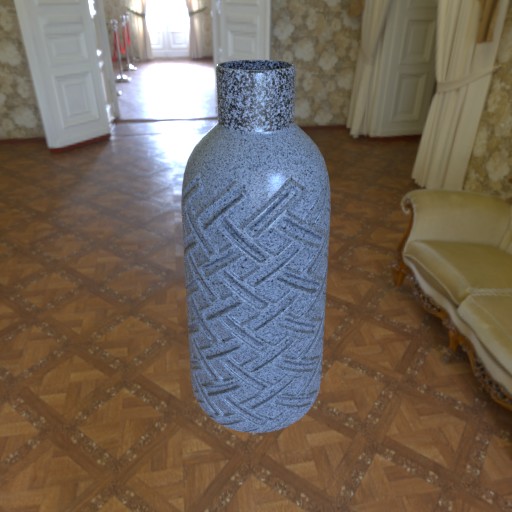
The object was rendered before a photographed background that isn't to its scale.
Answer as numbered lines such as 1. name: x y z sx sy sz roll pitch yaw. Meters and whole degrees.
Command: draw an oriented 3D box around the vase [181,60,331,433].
1. vase: 0.000 0.000 0.353 0.122 0.282 0.122 0 31 0
